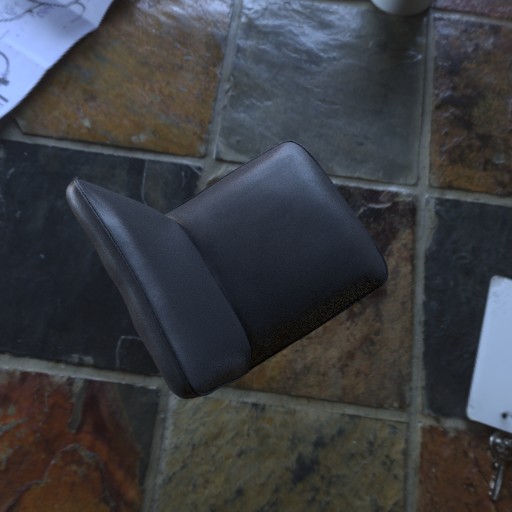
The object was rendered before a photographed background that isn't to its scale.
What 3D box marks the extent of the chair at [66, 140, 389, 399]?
[{"bbox_3d":[0.000,0.000,1.224,0.645,0.801,0.543,-36,79,-8],"label":"chair"}]
